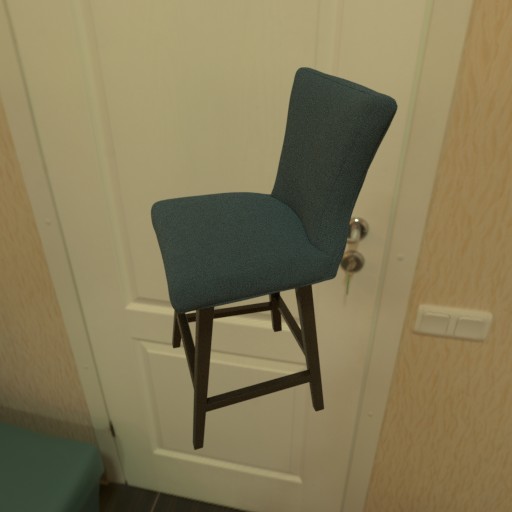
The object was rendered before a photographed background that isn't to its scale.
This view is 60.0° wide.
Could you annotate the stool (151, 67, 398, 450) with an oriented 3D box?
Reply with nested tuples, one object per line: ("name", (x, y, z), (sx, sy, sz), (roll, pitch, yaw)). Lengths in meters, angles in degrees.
("stool", (0.000, 0.000, 1.359), (0.574, 1.000, 0.514), (-9, 32, -15))
